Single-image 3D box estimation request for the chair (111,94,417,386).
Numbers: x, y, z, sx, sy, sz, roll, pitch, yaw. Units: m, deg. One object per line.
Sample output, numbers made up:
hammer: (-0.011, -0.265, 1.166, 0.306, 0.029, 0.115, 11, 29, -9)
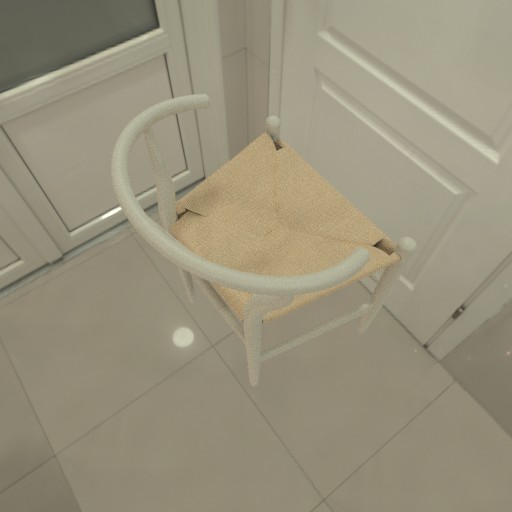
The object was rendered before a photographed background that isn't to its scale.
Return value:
chair: (0.000, 0.000, 1.088, 0.500, 0.736, 0.533, -33, 64, -18)
